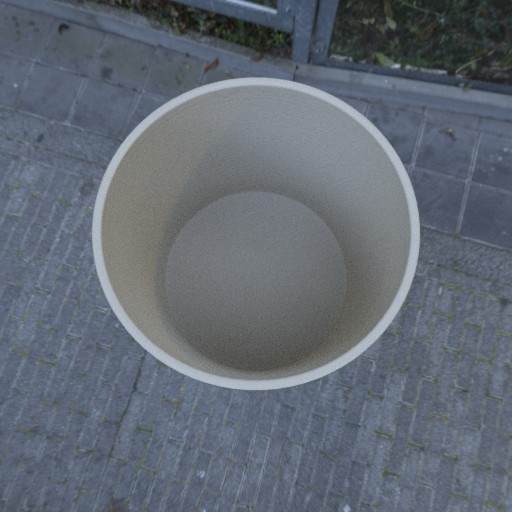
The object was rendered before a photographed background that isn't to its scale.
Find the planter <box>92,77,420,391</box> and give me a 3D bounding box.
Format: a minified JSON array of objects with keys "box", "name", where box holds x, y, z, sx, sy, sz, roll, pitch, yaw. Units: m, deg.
[{"box":[0.000,0.000,0.397,0.221,0.201,0.221,0,76,0],"name":"planter"}]
